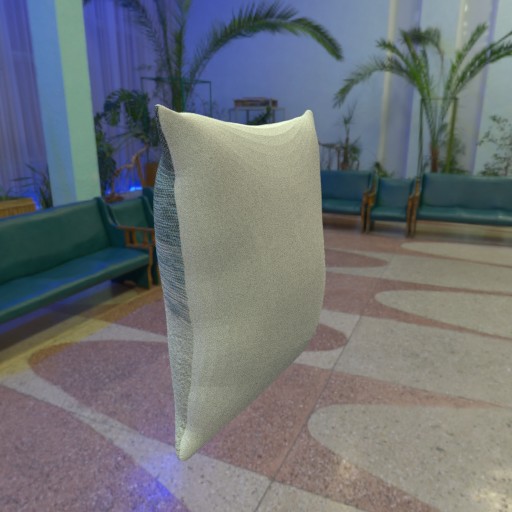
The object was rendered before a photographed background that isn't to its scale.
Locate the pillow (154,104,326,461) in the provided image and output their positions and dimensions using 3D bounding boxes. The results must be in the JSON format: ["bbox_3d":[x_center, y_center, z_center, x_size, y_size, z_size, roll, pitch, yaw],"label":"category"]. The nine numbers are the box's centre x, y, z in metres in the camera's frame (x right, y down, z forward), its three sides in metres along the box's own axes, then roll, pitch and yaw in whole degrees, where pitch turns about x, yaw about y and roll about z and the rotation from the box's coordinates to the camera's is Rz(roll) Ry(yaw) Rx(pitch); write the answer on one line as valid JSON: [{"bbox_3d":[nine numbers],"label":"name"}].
[{"bbox_3d":[0.000,0.000,0.685,0.182,0.441,0.440,8,18,26],"label":"pillow"}]
